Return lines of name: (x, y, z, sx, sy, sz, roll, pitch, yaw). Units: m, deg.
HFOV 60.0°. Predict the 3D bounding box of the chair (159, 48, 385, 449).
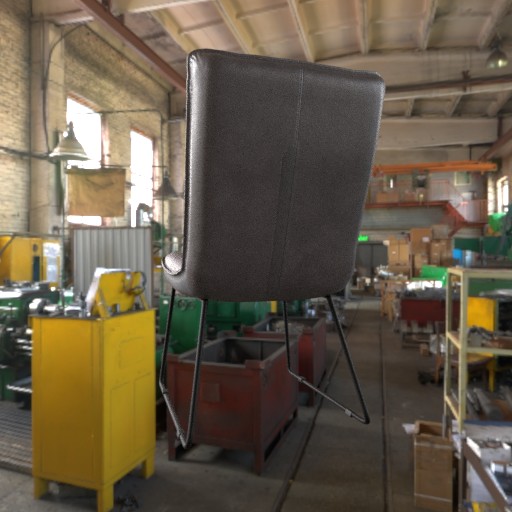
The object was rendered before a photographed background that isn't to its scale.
chair: (0.000, 0.000, 1.345, 0.515, 0.932, 0.688, 0, 0, -18)
